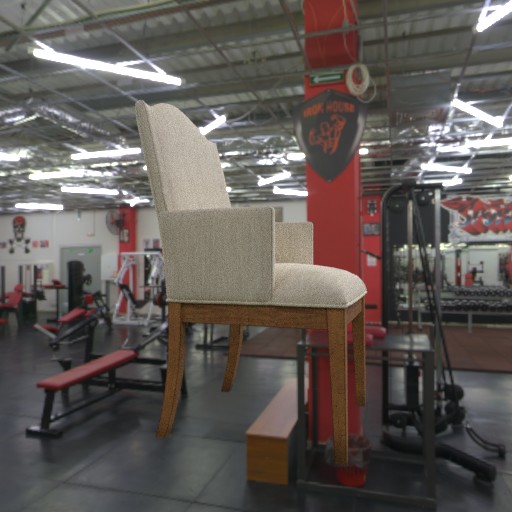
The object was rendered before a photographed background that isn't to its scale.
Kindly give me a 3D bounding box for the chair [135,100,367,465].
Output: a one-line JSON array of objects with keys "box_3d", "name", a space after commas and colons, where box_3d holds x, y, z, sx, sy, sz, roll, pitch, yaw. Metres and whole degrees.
[{"box_3d": [0.000, 0.000, 1.405, 0.641, 1.016, 0.533, 0, -1, 19], "name": "chair"}]
